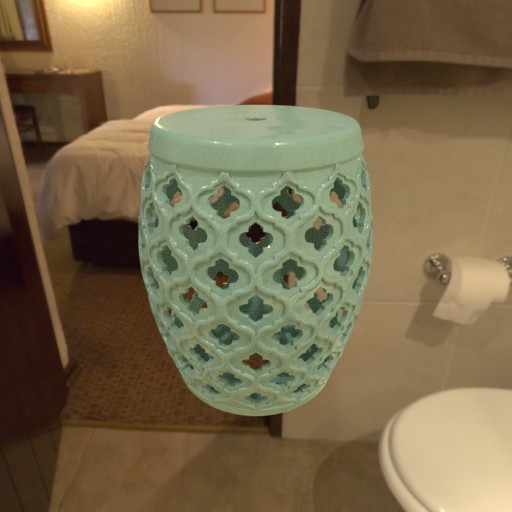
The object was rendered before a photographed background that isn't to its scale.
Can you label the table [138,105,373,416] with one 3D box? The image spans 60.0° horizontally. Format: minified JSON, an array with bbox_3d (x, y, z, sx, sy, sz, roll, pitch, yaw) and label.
[{"bbox_3d":[0.000,0.000,0.646,0.325,0.388,0.325,0,27,0],"label":"table"}]
